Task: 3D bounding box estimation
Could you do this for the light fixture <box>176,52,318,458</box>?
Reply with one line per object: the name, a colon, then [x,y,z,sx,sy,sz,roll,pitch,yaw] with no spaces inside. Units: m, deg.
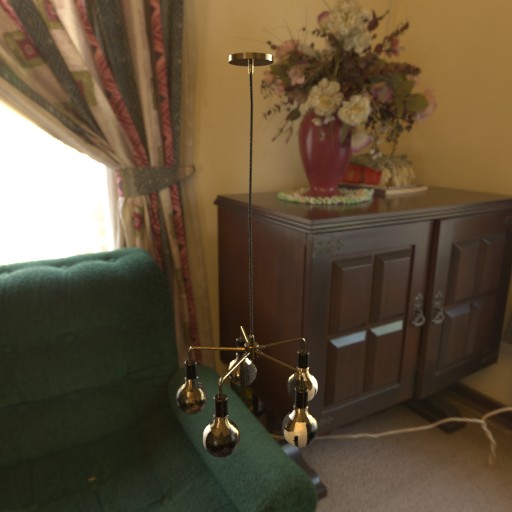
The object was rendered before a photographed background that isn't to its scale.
light fixture: [0.000,0.000,1.183,0.421,0.988,0.438,13,19,42]
